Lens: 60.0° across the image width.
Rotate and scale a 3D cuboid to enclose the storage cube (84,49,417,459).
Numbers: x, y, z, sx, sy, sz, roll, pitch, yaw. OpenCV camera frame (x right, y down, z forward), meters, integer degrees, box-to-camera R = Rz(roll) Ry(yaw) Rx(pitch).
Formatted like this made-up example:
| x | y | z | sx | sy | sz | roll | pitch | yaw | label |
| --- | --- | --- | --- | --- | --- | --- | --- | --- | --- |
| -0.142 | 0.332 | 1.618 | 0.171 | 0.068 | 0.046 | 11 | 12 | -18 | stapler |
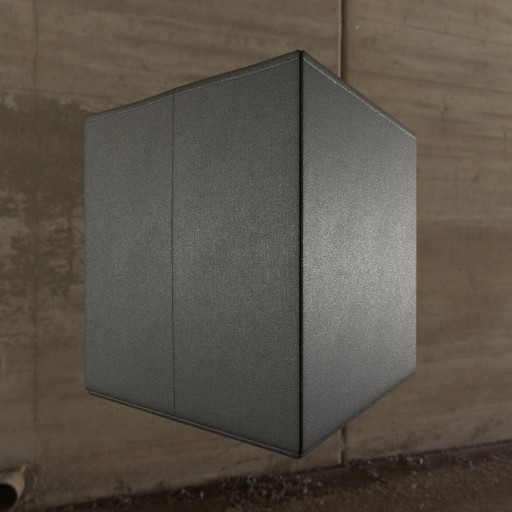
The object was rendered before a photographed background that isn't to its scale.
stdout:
| x | y | z | sx | sy | sz | roll | pitch | yaw | label |
| --- | --- | --- | --- | --- | --- | --- | --- | --- | --- |
| 0.000 | 0.000 | 0.482 | 0.270 | 0.280 | 0.270 | 0 | 0 | 36 | storage cube |
